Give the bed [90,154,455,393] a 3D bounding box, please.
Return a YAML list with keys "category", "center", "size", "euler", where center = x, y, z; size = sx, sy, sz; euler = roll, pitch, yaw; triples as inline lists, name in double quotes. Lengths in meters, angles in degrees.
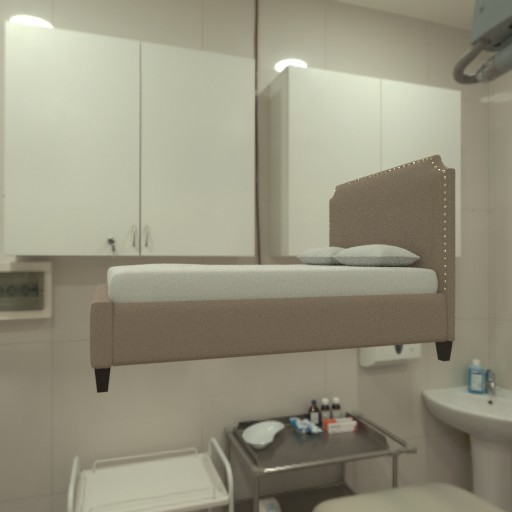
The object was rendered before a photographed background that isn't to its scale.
- category: "bed"
  center: [0.000, 0.000, 3.453]
  size: [2.372, 1.443, 1.713]
  euler: [0, 0, -19]
